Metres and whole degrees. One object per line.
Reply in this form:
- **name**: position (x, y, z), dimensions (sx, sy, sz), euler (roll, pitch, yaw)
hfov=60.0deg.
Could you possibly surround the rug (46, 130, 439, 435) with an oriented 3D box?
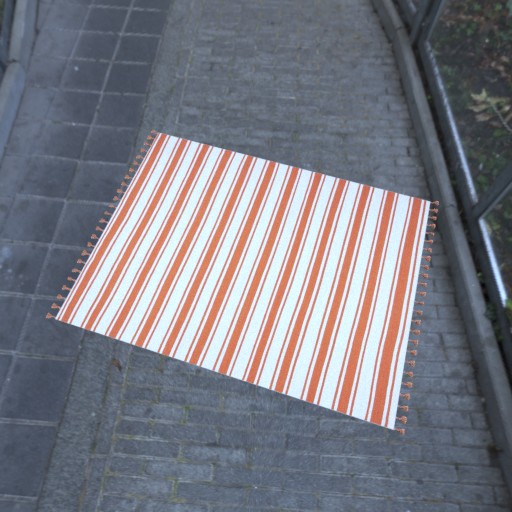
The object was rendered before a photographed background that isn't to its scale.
- **rug**: position (0.000, 0.000, 4.455), dimensions (3.369, 0.035, 2.451), euler (16, 64, 8)
